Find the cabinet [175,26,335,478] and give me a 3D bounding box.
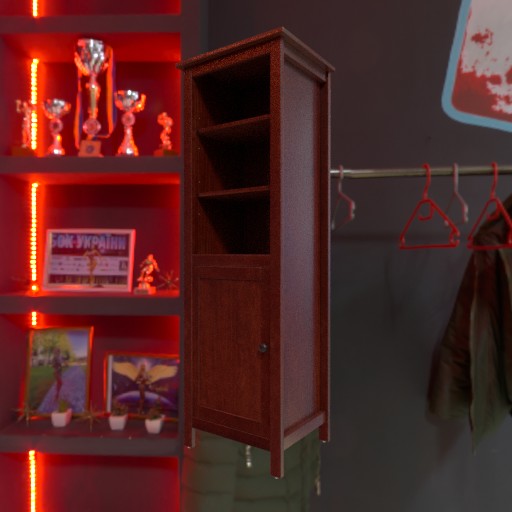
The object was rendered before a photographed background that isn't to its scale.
[{"bbox_3d":[0.000,0.000,1.773,0.500,1.518,0.401,0,0,35],"label":"cabinet"}]
